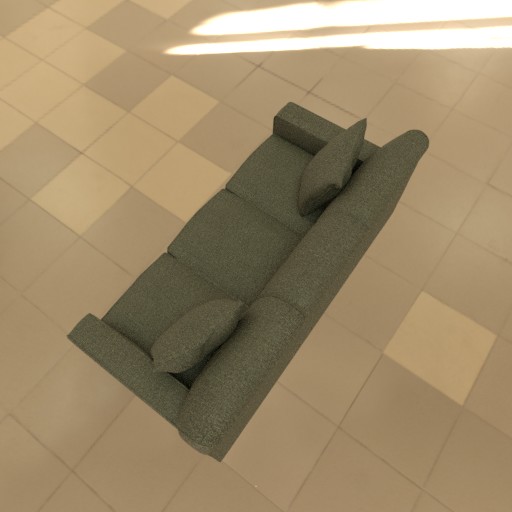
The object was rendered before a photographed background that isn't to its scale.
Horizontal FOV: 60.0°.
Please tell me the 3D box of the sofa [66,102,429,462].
[{"bbox_3d":[0.000,0.000,2.602,0.997,0.958,2.024,33,67,16],"label":"sofa"}]
